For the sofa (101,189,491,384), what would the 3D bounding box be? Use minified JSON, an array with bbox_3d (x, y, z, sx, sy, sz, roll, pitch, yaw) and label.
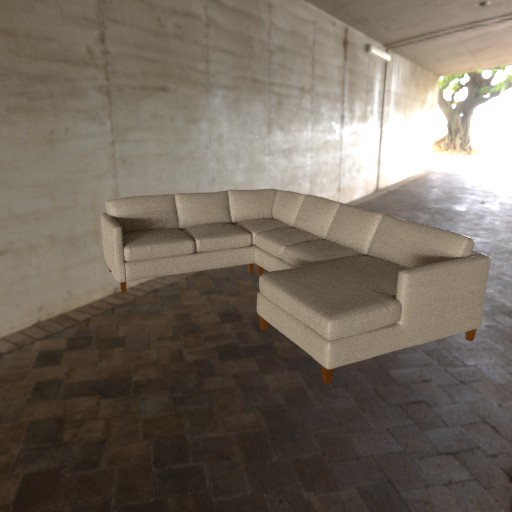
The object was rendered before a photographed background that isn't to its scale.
[{"bbox_3d":[0.000,0.000,4.549,2.594,0.961,3.460,-8,18,-25],"label":"sofa"}]
